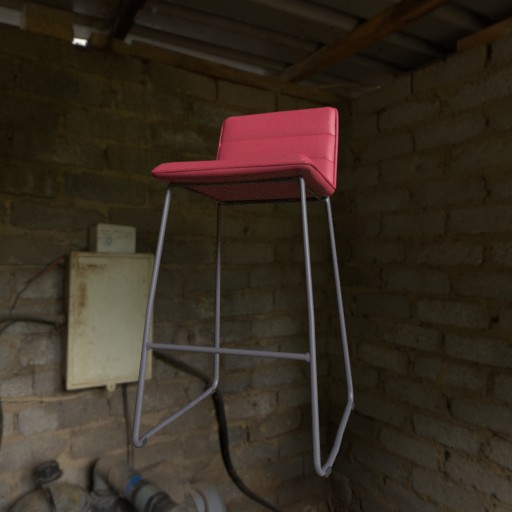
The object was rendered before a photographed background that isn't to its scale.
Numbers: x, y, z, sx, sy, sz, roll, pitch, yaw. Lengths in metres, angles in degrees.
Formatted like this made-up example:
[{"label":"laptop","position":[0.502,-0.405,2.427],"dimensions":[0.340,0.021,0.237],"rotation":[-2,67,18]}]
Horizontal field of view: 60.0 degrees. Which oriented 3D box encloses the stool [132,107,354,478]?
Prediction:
[{"label":"stool","position":[0.000,0.000,1.227],"dimensions":[0.489,0.937,0.524],"rotation":[0,0,18]}]
